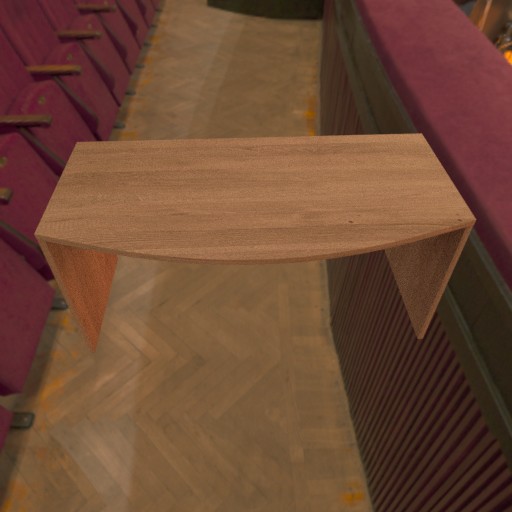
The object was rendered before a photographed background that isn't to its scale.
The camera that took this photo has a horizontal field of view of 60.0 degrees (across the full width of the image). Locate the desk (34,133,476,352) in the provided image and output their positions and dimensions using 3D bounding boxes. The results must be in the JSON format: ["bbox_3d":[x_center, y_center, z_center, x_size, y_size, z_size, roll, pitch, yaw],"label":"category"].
[{"bbox_3d":[0.000,0.000,2.031,1.600,0.752,0.802,-2,44,-2],"label":"desk"}]
